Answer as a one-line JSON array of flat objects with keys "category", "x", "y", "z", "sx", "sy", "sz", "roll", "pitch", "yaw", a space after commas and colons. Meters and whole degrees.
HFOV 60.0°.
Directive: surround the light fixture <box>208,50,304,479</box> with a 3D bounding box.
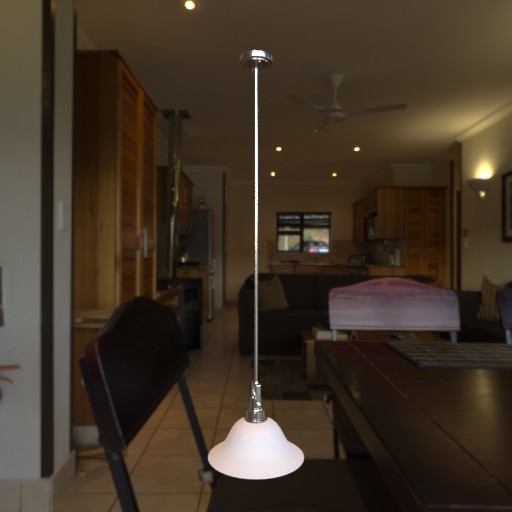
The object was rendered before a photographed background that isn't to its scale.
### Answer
[{"category": "light fixture", "x": 0.000, "y": 0.000, "z": 1.508, "sx": 0.324, "sy": 1.354, "sz": 0.324, "roll": 0, "pitch": -1, "yaw": -19}]
